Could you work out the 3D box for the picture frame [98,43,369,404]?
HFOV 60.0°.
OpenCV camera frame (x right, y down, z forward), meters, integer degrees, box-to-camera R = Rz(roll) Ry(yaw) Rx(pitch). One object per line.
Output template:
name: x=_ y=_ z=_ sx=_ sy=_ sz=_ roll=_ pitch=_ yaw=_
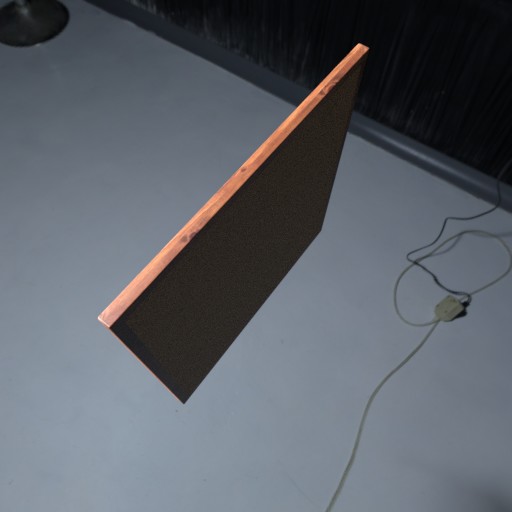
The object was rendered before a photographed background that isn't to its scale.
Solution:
picture frame: x=0.000 y=0.000 z=1.214 sx=0.029 sy=0.817 sz=0.810 roll=34 pitch=68 yaw=16
